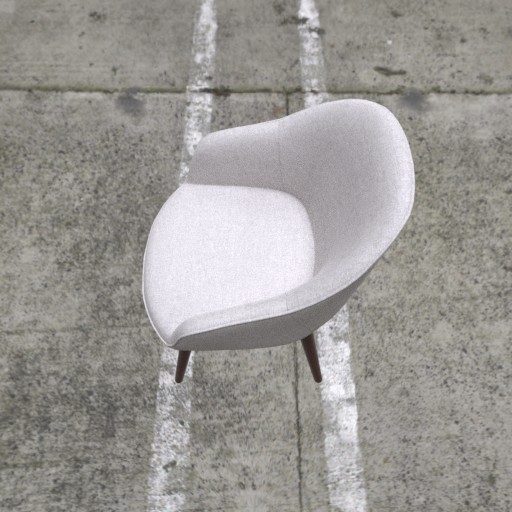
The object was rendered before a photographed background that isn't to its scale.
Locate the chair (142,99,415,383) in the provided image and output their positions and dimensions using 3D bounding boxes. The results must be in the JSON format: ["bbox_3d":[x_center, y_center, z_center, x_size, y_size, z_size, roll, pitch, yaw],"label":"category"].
[{"bbox_3d":[0.000,0.000,1.248,0.635,0.823,0.596,0,59,0],"label":"chair"}]
